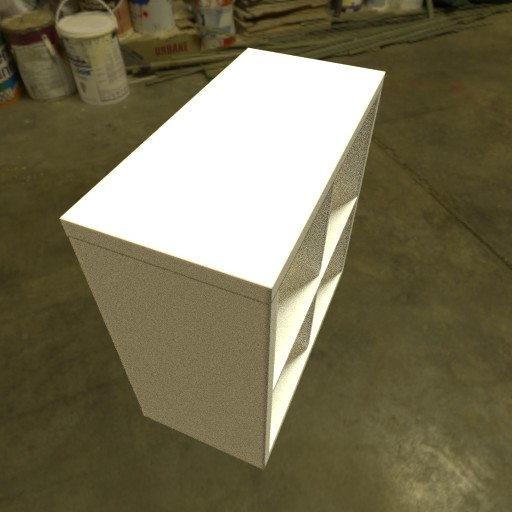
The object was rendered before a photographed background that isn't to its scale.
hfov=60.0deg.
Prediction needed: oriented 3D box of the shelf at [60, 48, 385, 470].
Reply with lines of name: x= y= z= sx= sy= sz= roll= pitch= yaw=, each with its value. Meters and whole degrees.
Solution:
shelf: x=0.000 y=0.000 z=1.238 sx=0.390 sy=0.786 sz=0.790 roll=17 pitch=49 yaw=16
